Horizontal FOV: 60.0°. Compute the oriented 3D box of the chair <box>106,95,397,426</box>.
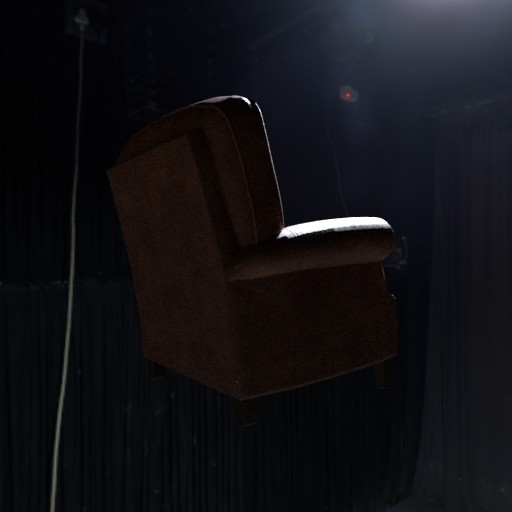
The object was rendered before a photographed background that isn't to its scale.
[{"bbox_3d":[0.000,0.000,1.785,0.986,1.018,0.936,0,0,-37],"label":"chair"}]
